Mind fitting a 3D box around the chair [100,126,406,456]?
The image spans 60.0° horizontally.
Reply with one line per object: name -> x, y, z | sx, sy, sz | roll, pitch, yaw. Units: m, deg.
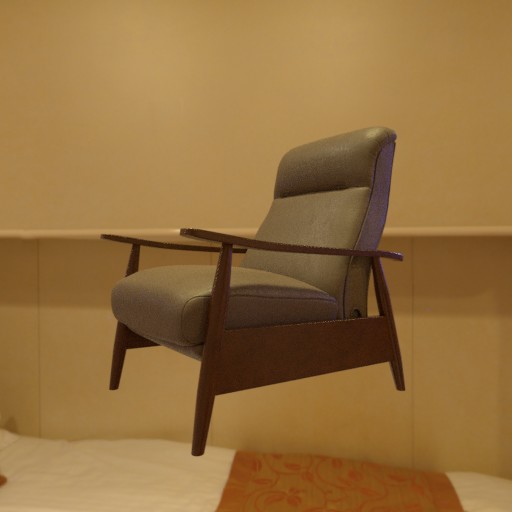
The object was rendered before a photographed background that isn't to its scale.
chair -> 0.000, 0.000, 1.787 | 1.014, 1.082, 0.762 | -1, 2, -36
